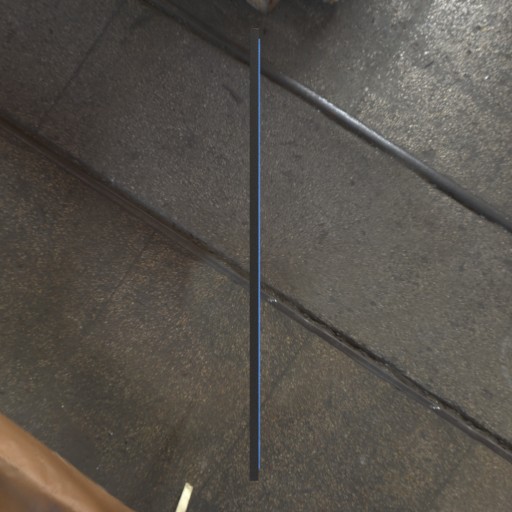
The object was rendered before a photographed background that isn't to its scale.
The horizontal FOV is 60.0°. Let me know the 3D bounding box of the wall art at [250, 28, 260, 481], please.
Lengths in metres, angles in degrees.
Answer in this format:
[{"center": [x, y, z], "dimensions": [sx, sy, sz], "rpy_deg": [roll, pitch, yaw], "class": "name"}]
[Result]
[{"center": [0.000, 0.000, 0.982], "dimensions": [0.015, 0.663, 0.664], "rpy_deg": [0, 89, 0], "class": "wall art"}]
